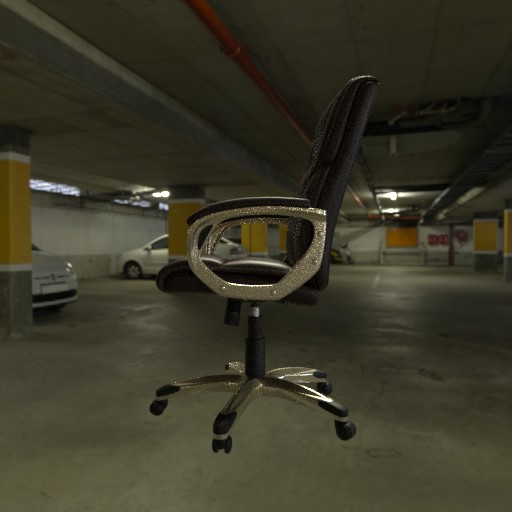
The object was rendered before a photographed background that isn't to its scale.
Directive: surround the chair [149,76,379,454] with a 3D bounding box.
[{"bbox_3d":[0.000,0.000,1.544,0.739,1.107,0.662,0,1,-1],"label":"chair"}]
